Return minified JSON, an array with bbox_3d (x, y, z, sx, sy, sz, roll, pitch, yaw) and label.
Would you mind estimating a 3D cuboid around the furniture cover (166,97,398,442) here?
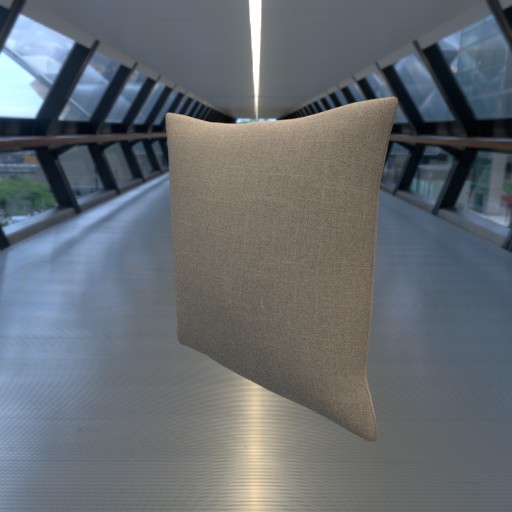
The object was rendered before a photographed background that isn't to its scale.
[{"bbox_3d":[0.000,0.000,0.791,0.512,0.506,0.178,14,20,43],"label":"furniture cover"}]
